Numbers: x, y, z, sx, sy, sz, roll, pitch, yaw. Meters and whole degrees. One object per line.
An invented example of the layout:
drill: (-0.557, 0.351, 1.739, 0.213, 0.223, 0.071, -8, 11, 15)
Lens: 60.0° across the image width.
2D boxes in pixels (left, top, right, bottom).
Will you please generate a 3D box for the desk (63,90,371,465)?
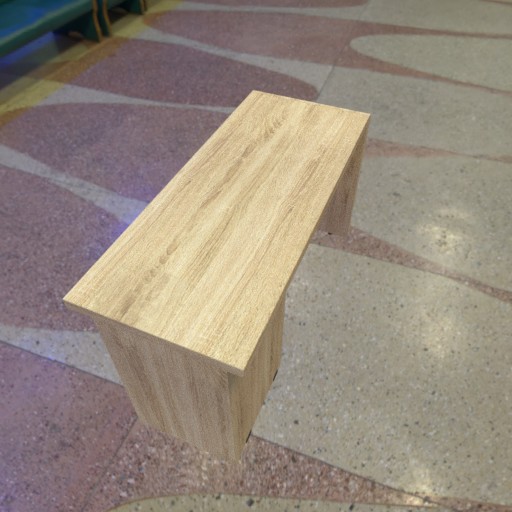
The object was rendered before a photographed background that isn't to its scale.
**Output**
desk: (0.000, 0.000, 1.723, 0.500, 0.750, 1.300, 17, 49, 16)
